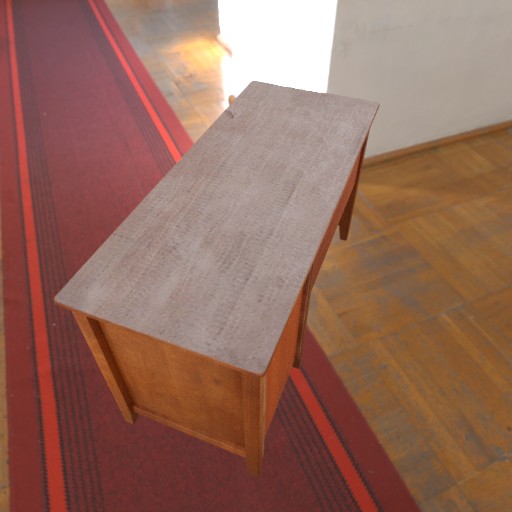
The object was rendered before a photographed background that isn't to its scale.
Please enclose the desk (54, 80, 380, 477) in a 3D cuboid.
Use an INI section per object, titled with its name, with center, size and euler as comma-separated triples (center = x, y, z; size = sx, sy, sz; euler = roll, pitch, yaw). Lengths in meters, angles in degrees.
[desk]
center = 0.000, 0.000, 1.747
size = 0.574, 0.756, 1.353
euler = 16, 48, 15
